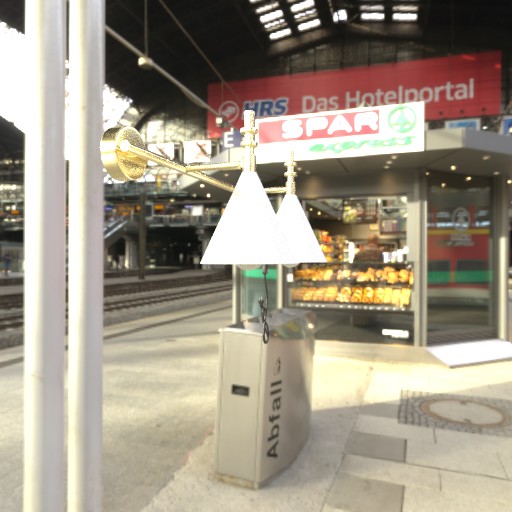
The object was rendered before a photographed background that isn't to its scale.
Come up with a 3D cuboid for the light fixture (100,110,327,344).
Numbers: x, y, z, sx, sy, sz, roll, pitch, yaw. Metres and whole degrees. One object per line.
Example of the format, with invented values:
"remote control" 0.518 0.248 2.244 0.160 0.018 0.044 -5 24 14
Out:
"light fixture" 0.000 0.000 0.878 0.239 0.468 0.642 0 0 19
